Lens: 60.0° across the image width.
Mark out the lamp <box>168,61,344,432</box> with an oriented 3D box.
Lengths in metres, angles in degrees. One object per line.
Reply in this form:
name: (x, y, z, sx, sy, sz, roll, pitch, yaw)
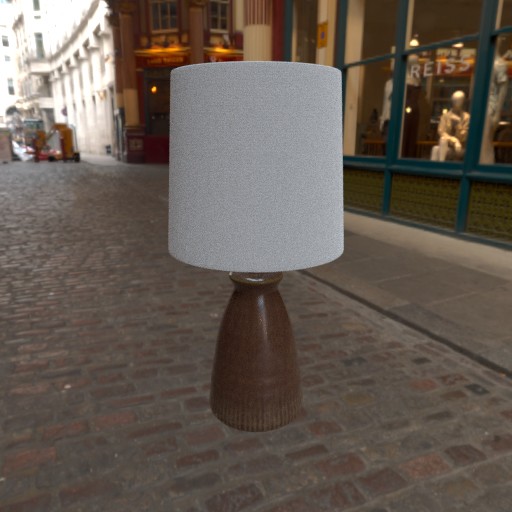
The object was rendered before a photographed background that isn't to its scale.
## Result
lamp: (0.000, 0.000, 0.483, 0.186, 0.369, 0.186, 0, 16, 0)
